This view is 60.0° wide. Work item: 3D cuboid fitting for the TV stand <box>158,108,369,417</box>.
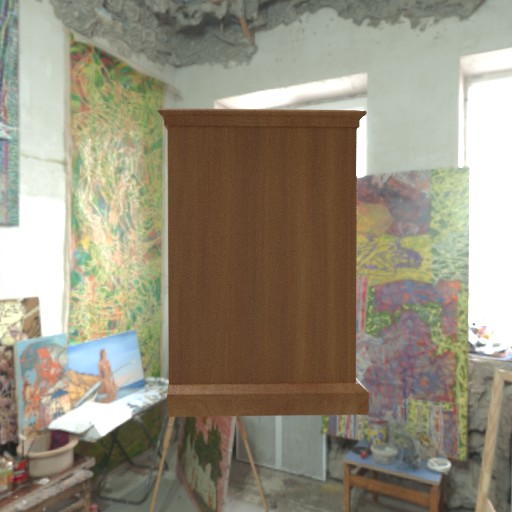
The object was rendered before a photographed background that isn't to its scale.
[{"bbox_3d":[0.000,0.000,1.465,0.417,0.607,1.181,0,1,-2],"label":"TV stand"}]
